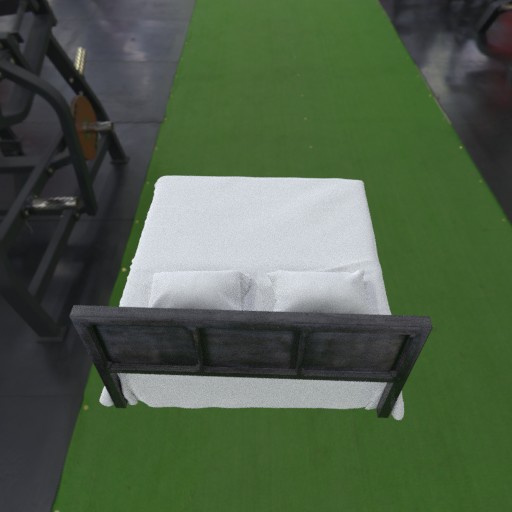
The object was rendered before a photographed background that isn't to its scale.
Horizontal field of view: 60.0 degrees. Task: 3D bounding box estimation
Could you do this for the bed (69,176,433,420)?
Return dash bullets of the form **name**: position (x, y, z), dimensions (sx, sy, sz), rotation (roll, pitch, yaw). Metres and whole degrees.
- **bed**: position (0.000, 0.000, 3.599), dimensions (2.255, 1.158, 2.165), rotation (2, 46, 2)
